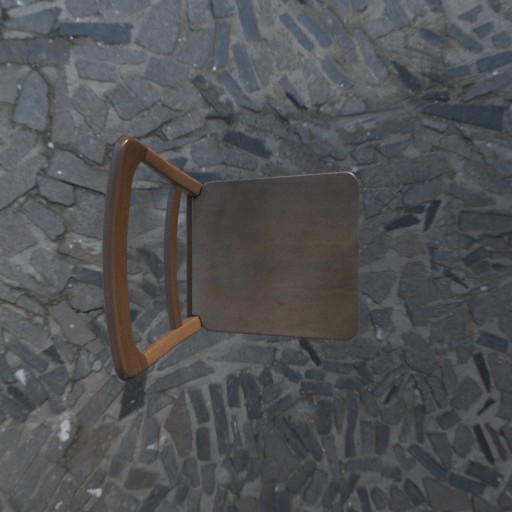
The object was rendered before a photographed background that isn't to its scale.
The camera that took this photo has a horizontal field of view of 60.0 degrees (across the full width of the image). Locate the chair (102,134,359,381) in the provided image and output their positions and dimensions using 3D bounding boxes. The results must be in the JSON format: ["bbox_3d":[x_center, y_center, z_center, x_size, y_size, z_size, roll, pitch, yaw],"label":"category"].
[{"bbox_3d":[0.000,0.000,1.264,0.546,0.991,0.450,0,90,0],"label":"chair"}]
